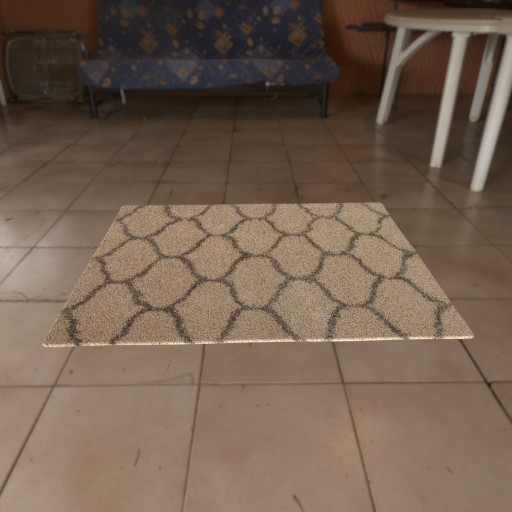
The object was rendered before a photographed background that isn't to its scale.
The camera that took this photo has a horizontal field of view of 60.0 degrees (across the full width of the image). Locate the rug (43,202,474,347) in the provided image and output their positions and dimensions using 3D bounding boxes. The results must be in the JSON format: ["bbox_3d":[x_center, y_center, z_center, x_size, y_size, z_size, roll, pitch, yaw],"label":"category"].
[{"bbox_3d":[0.000,0.000,4.089,3.000,0.026,2.399,-1,30,-1],"label":"rug"}]
